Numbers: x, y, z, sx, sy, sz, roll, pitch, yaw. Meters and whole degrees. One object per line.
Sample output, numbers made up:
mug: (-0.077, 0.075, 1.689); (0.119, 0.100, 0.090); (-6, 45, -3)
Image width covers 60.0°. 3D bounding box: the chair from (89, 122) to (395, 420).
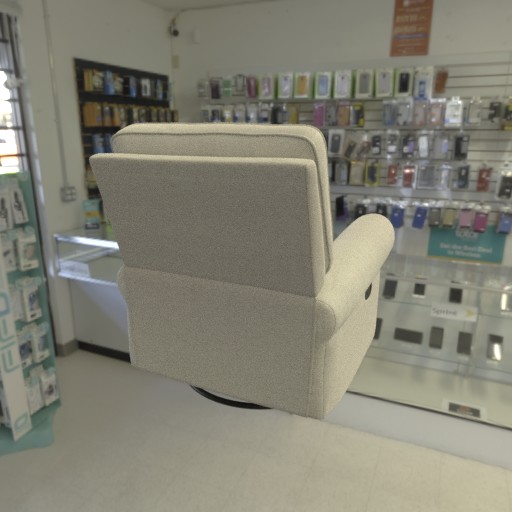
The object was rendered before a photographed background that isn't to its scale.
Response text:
chair: (0.000, 0.000, 1.676); (0.890, 0.960, 0.878); (8, 17, 25)
